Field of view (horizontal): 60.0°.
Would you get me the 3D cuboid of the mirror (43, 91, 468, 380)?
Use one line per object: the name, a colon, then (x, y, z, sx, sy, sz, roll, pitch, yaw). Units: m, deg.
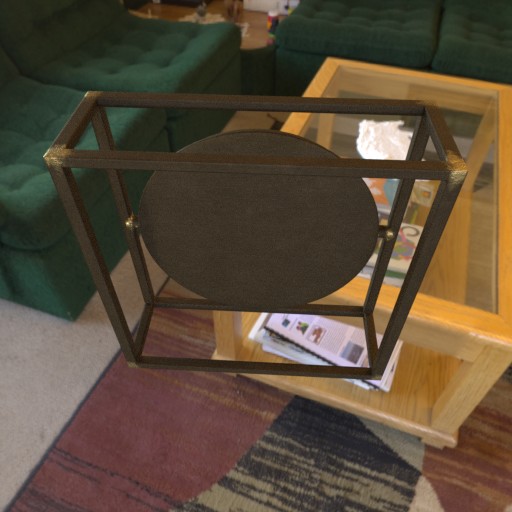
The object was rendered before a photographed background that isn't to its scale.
mirror: (0.000, 0.000, 0.464, 0.306, 0.303, 0.107, 2, 46, 2)
